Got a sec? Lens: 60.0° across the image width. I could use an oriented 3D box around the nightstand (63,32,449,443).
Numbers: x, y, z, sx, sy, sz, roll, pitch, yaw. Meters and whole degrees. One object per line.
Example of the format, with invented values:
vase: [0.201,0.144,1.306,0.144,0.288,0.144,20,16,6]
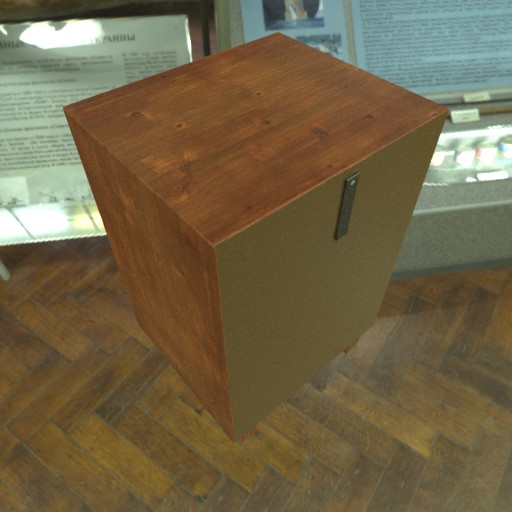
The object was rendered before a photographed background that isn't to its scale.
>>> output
nightstand: [0.000,0.000,0.958,0.465,0.695,0.410,-32,55,-26]
